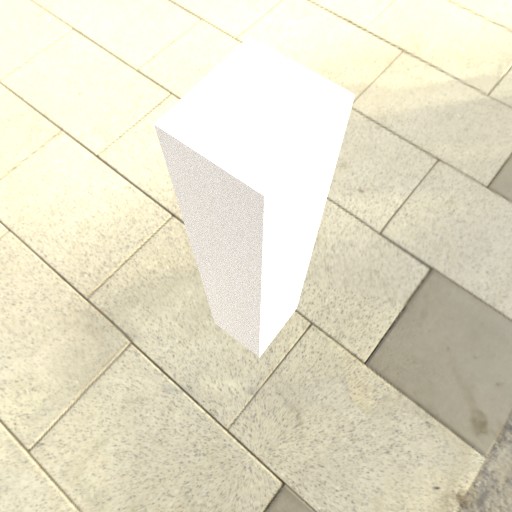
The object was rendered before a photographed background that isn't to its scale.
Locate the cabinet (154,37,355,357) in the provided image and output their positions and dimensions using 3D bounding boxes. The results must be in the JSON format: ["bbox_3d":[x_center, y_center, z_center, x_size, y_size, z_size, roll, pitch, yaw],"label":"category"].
[{"bbox_3d":[0.000,0.000,1.510,0.269,1.400,0.300,35,70,15],"label":"cabinet"}]
